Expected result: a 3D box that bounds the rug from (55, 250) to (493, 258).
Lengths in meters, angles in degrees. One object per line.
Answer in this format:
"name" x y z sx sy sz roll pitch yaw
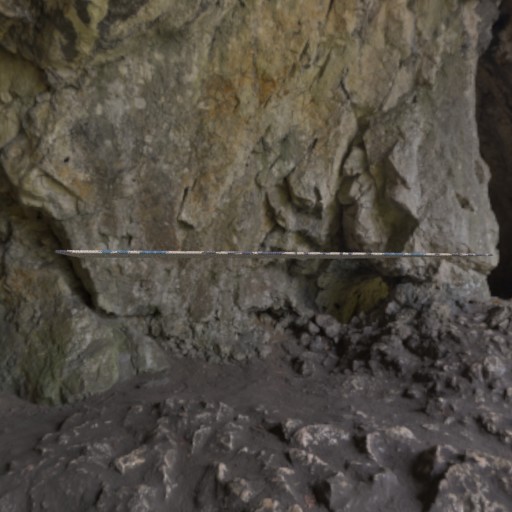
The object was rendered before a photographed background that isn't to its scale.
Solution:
"rug" 0.000 0.000 2.917 2.261 0.013 1.676 0 -1 -19
